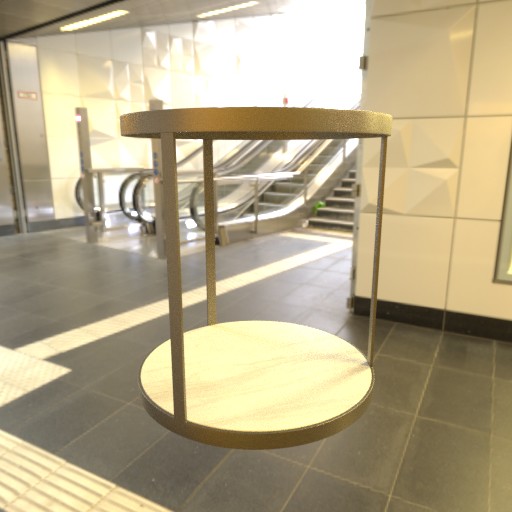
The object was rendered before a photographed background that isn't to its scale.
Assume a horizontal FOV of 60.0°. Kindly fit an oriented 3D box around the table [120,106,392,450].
[{"bbox_3d":[0.000,0.000,0.810,0.445,0.479,0.445,0,13,0],"label":"table"}]
